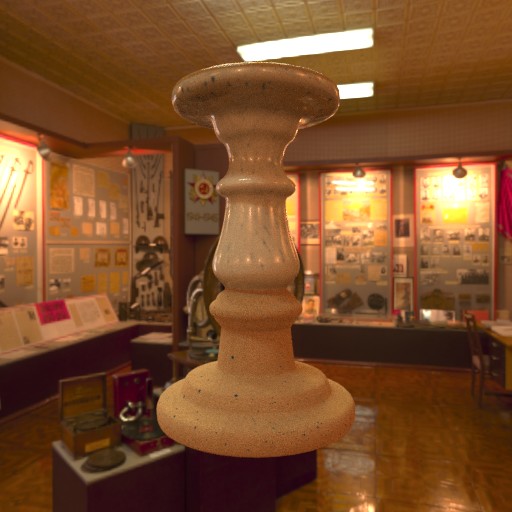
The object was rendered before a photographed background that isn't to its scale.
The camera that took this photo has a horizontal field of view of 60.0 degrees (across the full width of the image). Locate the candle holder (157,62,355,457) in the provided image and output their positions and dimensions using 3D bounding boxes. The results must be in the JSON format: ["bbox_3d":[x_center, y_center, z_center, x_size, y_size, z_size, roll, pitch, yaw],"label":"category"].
[{"bbox_3d":[0.000,0.000,0.279,0.123,0.202,0.123,0,1,0],"label":"candle holder"}]
